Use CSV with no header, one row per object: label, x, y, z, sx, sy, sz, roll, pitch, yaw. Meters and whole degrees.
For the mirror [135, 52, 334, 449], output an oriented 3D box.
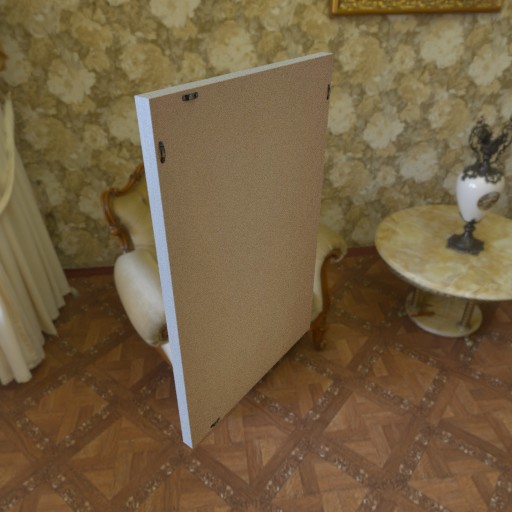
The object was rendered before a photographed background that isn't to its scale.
mirror,0.000,0.000,1.166,0.040,0.915,0.609,22,38,31
